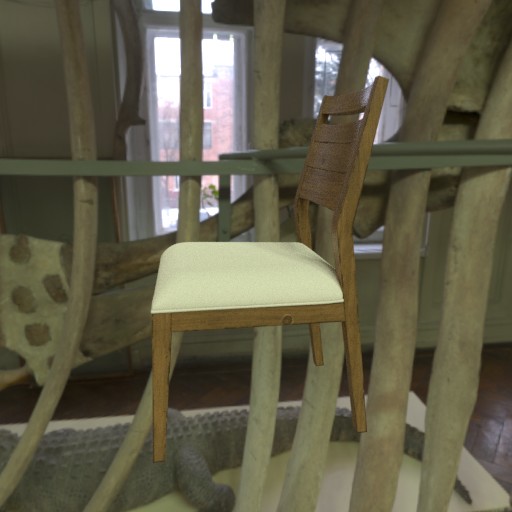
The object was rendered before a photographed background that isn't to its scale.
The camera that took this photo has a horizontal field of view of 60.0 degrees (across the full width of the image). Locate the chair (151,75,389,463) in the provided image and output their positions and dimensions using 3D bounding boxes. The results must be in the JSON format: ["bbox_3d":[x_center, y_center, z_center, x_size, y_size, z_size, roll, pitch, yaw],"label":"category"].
[{"bbox_3d":[0.000,0.000,1.297,0.610,0.939,0.497,-2,14,-9],"label":"chair"}]
